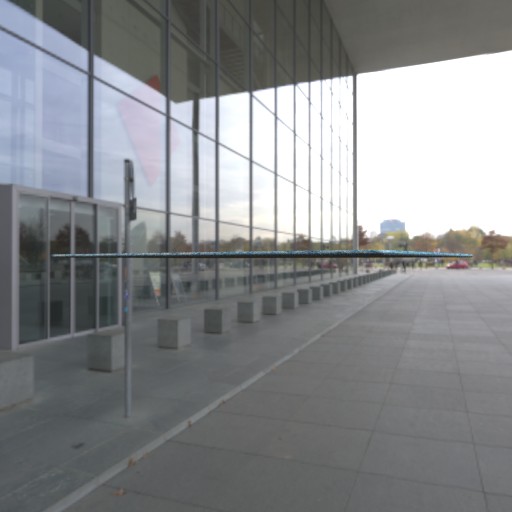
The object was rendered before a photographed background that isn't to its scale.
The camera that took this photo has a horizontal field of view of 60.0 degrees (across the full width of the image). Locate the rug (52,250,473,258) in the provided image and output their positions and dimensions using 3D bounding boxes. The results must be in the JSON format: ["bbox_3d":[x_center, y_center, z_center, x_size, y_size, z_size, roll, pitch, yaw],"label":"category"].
[{"bbox_3d":[0.000,0.000,2.305,1.829,0.016,1.219,0,-1,37],"label":"rug"}]
